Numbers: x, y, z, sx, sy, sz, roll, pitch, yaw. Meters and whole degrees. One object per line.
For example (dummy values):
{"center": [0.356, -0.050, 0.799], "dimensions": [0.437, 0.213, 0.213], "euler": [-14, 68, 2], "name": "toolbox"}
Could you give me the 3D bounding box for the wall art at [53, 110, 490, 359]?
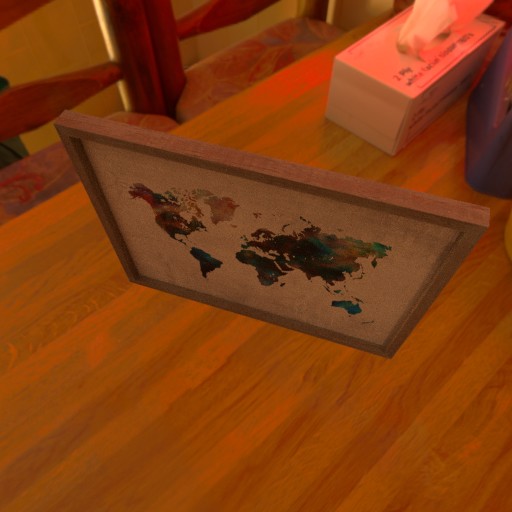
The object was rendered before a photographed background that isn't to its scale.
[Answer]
{"center": [0.000, 0.000, 1.727], "dimensions": [1.320, 1.009, 0.070], "euler": [15, 58, 10], "name": "wall art"}
